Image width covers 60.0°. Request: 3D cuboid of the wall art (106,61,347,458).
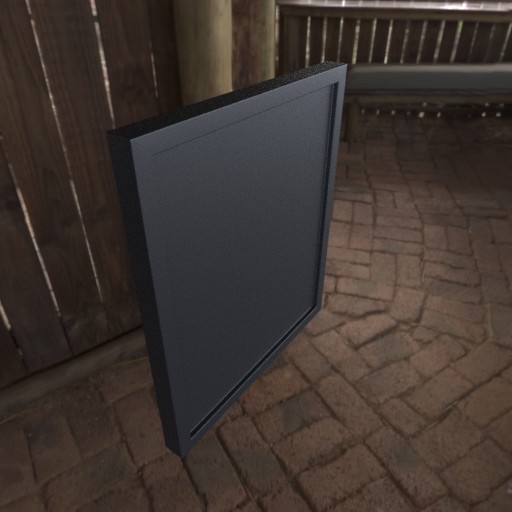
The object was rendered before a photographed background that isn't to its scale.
[{"bbox_3d":[0.000,0.000,0.526,0.028,0.381,0.328,22,40,29],"label":"wall art"}]
